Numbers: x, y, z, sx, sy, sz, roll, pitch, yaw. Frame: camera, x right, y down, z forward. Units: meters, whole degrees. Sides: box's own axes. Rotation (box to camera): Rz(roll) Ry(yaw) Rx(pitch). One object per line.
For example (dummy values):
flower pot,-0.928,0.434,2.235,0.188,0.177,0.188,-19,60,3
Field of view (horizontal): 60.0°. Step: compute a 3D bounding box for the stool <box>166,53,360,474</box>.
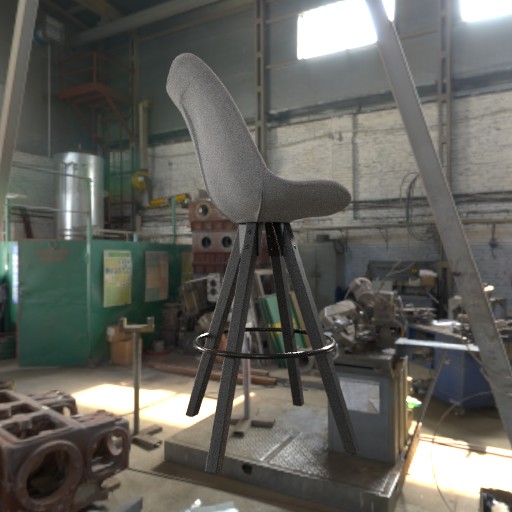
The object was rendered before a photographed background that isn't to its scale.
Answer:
stool,0.000,0.000,1.399,0.550,1.115,0.485,0,0,-16
